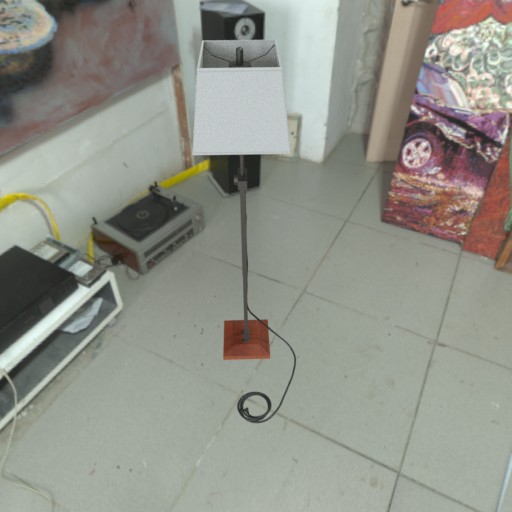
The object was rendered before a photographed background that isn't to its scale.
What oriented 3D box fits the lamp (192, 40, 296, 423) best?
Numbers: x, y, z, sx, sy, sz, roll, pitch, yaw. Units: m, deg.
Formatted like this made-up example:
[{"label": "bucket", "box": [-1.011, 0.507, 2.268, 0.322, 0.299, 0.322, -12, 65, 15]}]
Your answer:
[{"label": "lamp", "box": [0.000, 0.000, 2.029, 0.472, 1.712, 0.745, -1, 42, -1]}]
